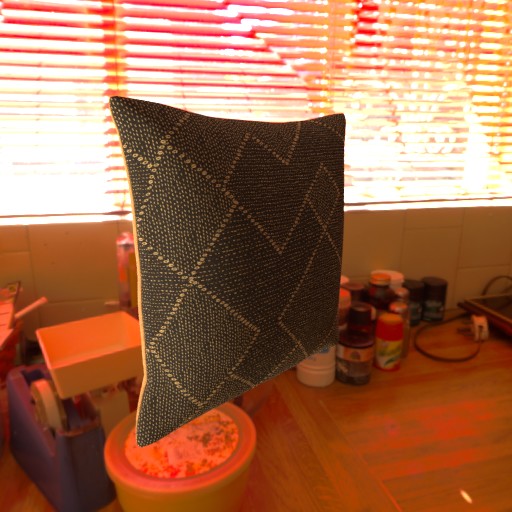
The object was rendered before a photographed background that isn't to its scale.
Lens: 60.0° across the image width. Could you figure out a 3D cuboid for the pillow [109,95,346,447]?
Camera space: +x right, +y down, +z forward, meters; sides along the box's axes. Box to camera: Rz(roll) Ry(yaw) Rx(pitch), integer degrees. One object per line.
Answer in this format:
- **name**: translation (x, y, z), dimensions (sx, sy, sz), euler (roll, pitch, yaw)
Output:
- **pillow**: translation (0.000, 0.000, 0.665), dimensions (0.435, 0.428, 0.148), euler (-14, 20, -43)
